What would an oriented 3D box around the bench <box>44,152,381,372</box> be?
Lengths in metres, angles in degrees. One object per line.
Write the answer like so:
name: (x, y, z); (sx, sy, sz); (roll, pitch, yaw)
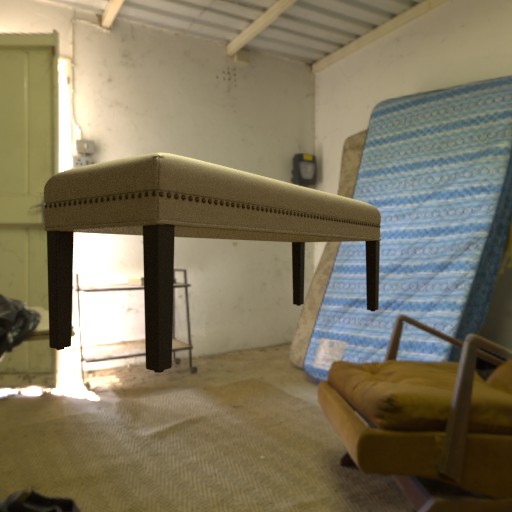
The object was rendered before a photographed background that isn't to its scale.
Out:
bench: (0.000, 0.000, 1.456); (0.410, 0.457, 1.219); (0, 0, 36)
